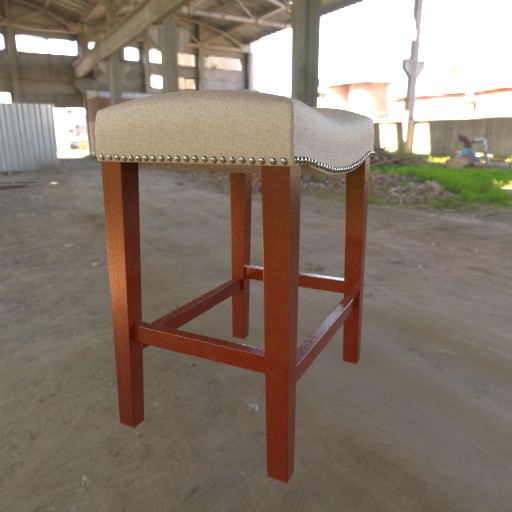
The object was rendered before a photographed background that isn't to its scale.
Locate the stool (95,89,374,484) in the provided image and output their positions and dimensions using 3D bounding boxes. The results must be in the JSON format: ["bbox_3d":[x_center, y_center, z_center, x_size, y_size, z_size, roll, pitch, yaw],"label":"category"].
[{"bbox_3d":[0.000,0.000,0.955,0.375,0.632,0.509,7,16,26],"label":"stool"}]
